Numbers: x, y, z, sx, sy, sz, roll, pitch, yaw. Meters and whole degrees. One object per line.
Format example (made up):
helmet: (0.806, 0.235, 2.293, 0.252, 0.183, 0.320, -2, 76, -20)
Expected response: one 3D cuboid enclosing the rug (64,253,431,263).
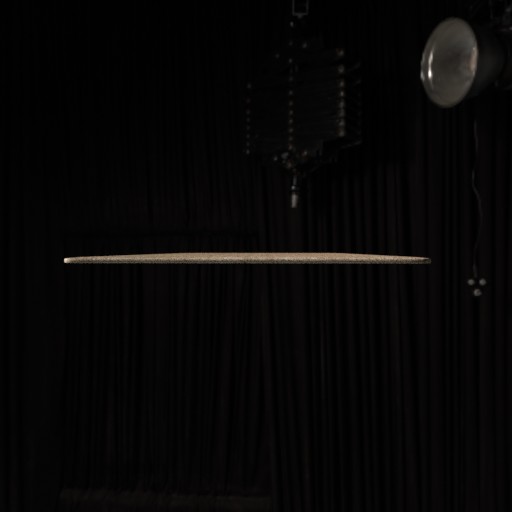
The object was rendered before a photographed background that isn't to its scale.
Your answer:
rug: (0.000, 0.000, 3.049, 1.539, 0.024, 2.469, 0, 1, 2)
